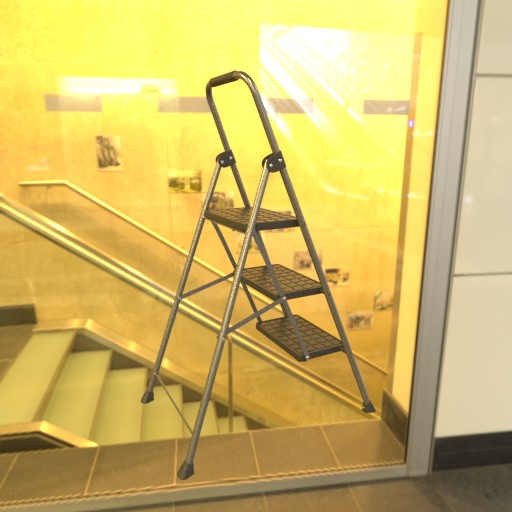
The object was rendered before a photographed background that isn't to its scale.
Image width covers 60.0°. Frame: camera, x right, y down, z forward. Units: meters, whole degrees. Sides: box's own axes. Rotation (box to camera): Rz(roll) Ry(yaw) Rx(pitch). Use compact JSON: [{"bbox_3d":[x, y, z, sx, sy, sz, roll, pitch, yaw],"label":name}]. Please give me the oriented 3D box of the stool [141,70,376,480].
[{"bbox_3d":[0.000,0.000,1.480,0.733,1.121,0.473,-7,16,-27],"label":"stool"}]
